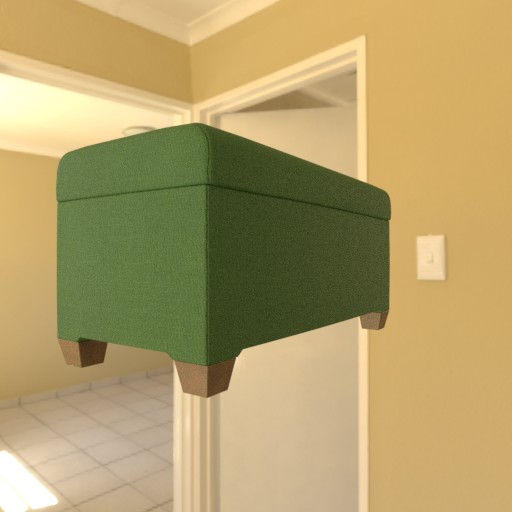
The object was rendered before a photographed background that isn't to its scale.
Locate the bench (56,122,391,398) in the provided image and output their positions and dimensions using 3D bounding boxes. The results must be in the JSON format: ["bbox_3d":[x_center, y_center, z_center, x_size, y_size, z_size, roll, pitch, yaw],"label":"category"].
[{"bbox_3d":[0.000,0.000,1.288,0.505,0.501,0.989,0,0,35],"label":"bench"}]
